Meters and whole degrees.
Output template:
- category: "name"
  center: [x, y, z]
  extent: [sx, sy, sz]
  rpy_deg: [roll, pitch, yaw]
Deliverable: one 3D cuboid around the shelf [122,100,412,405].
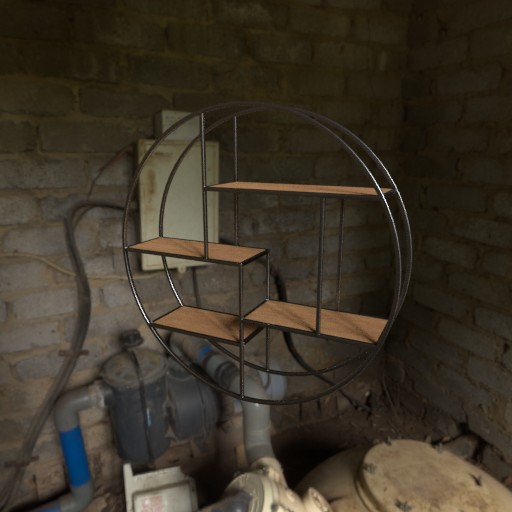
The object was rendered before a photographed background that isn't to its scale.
- category: "shelf"
  center: [0.000, 0.000, 1.362]
  extent: [0.888, 0.888, 0.202]
  rpy_deg: [7, 16, 26]
